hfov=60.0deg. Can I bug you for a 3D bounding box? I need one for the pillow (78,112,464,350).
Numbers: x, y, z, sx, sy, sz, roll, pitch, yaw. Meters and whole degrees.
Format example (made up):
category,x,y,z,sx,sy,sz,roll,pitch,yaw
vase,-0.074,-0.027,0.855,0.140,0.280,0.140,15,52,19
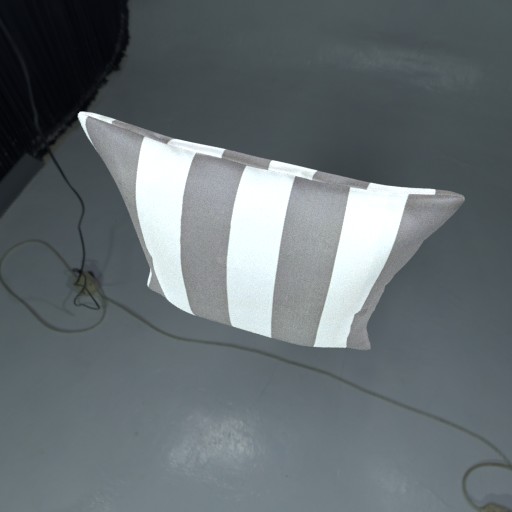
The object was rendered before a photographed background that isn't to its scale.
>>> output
category,x,y,z,sx,sy,sz,roll,pitch,yaw
pillow,0.000,0.000,0.782,0.522,0.507,0.192,15,59,9
